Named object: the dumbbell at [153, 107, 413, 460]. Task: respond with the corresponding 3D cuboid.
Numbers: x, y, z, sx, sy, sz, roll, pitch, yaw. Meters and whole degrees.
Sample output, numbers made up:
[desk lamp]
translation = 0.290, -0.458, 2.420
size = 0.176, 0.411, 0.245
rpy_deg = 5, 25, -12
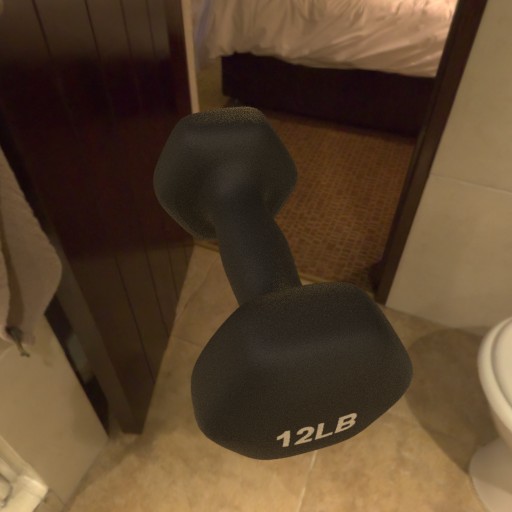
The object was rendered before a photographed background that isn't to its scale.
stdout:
[dumbbell]
translation = 0.000, 0.000, 0.281
size = 0.112, 0.101, 0.231
rpy_deg = -10, 46, -10
